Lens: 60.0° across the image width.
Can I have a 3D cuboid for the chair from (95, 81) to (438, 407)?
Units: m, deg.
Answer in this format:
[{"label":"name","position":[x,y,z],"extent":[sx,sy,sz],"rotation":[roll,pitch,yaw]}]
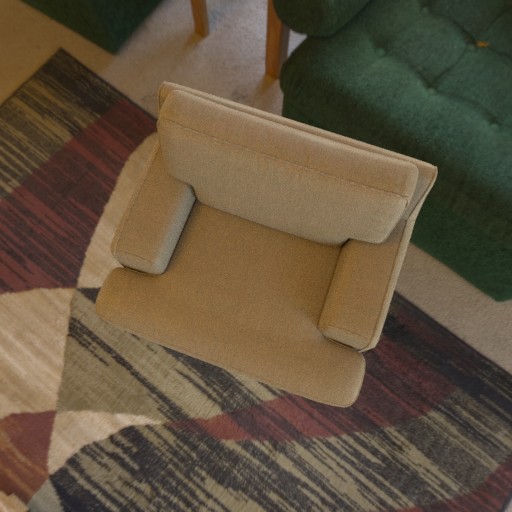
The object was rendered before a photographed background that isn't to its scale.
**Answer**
[{"label":"chair","position":[0.000,0.000,2.041],"extent":[1.270,0.974,1.043],"rotation":[19,76,5]}]
